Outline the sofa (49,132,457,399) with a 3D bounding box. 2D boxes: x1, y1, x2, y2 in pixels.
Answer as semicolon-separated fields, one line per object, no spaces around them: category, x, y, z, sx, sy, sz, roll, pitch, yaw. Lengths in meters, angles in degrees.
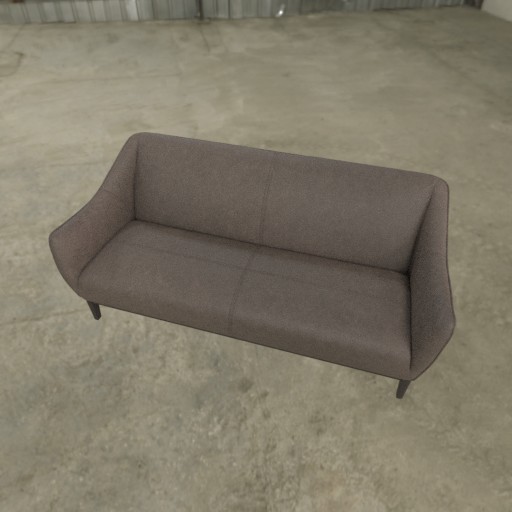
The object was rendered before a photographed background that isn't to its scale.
sofa;0.000;0.000;2.390;1.928;0.831;0.869;12;43;13
